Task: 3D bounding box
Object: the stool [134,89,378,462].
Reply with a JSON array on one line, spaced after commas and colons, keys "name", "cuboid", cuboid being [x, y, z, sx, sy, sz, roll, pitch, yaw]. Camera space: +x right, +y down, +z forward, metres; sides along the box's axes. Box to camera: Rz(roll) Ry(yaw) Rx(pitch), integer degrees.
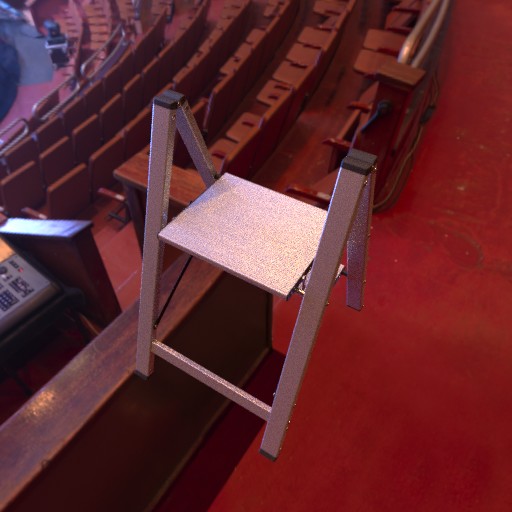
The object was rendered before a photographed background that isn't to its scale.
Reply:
[{"name": "stool", "cuboid": [0.000, 0.000, 1.017, 0.440, 0.670, 0.535, 24, 51, 21]}]
